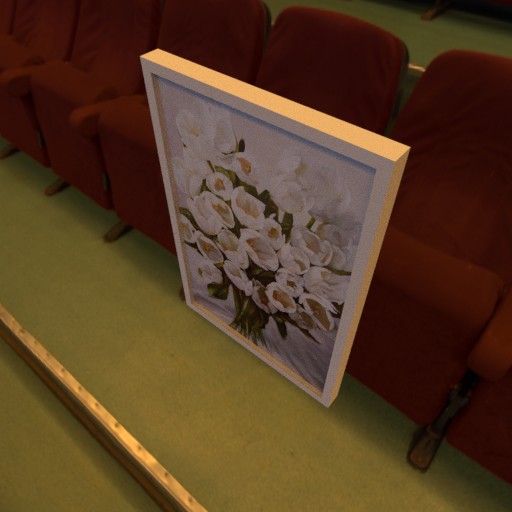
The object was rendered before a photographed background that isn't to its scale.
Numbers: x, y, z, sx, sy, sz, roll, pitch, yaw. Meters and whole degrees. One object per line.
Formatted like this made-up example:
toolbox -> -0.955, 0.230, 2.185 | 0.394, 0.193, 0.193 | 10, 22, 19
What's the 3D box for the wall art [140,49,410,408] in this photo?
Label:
wall art -> 0.000, 0.000, 0.559 | 0.293, 0.428, 0.025 | 31, 54, 26
